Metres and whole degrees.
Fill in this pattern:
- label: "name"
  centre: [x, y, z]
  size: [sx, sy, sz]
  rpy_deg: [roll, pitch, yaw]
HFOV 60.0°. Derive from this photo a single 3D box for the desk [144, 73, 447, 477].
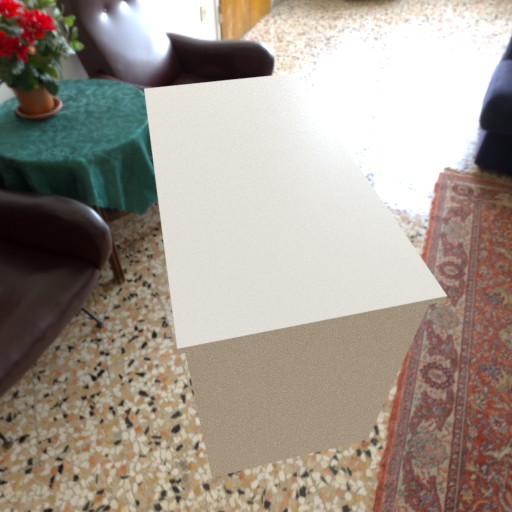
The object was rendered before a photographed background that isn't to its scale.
- label: "desk"
  centre: [0.000, 0.000, 1.510]
  size: [0.560, 0.735, 1.097]
  rpy_deg: [-10, 47, -9]
